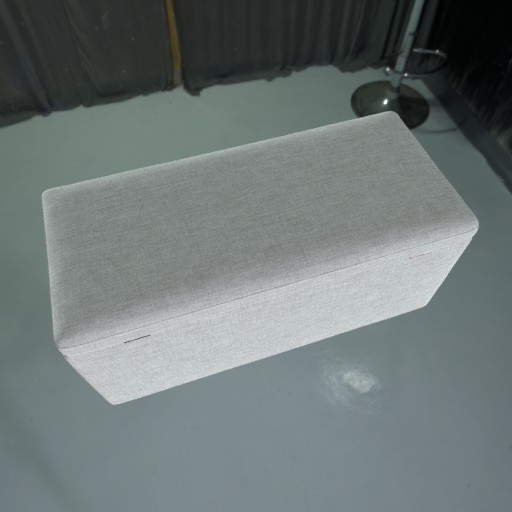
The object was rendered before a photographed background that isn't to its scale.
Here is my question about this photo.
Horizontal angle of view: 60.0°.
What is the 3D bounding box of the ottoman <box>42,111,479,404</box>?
[{"bbox_3d":[0.000,0.000,1.117,0.902,0.432,0.419,-15,58,-10],"label":"ottoman"}]
